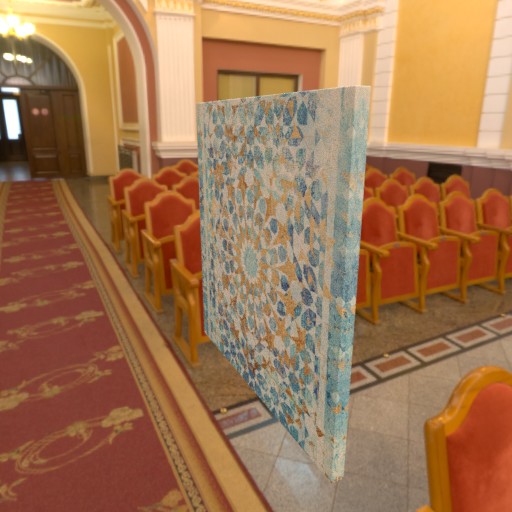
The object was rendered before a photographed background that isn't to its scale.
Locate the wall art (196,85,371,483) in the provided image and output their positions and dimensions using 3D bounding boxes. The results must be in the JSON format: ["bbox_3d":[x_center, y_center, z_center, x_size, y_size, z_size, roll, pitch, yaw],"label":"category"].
[{"bbox_3d":[0.000,0.000,1.358,0.040,0.916,0.916,-8,19,-25],"label":"wall art"}]
